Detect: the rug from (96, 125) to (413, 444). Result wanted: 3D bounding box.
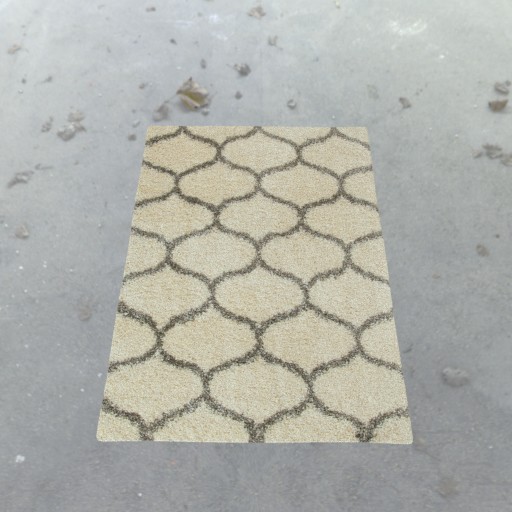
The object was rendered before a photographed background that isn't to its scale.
[{"bbox_3d":[0.000,0.000,2.051,1.200,0.025,1.600,0,62,0],"label":"rug"}]
